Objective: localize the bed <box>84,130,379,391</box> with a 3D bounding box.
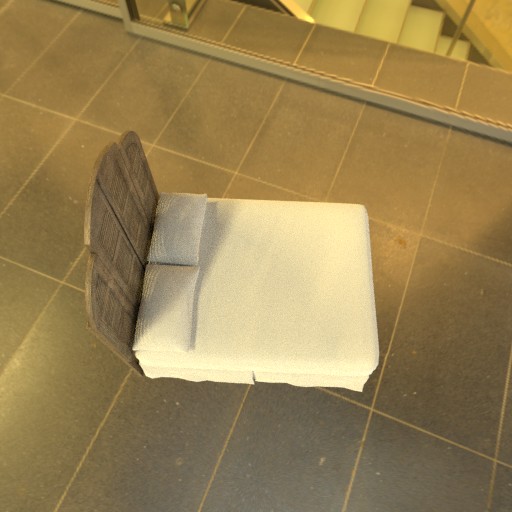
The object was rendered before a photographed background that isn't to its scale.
[{"bbox_3d":[0.000,0.000,3.619,2.138,2.019,1.713,2,63,1],"label":"bed"}]
